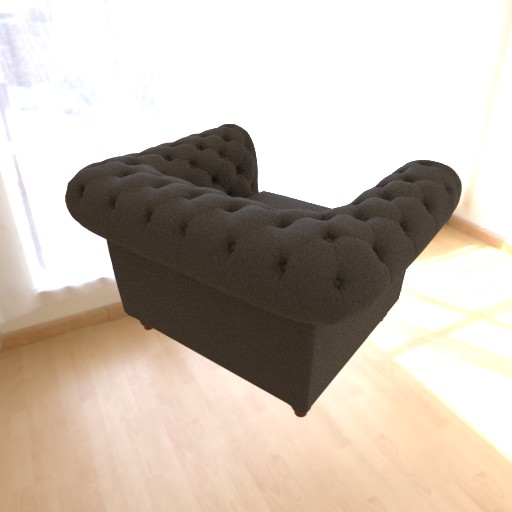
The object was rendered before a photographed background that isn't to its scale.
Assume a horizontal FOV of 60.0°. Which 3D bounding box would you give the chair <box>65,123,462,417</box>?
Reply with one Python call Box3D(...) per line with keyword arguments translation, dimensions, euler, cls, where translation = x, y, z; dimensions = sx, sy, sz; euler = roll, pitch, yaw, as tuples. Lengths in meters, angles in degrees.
Box3D(translation=(0.000, 0.000, 1.807), dimensions=(1.270, 0.770, 0.976), euler=(20, 35, 32), cls="chair")
